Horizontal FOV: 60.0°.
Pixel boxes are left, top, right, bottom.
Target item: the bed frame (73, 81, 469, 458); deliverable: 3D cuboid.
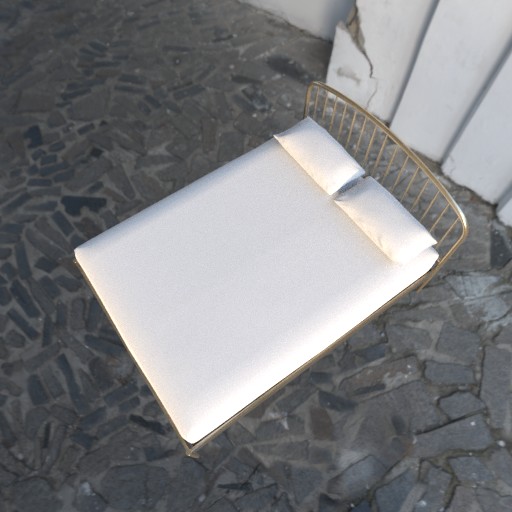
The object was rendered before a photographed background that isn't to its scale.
[{"bbox_3d":[0.000,0.000,3.116,2.152,1.175,1.612,-32,68,-15],"label":"bed frame"}]
